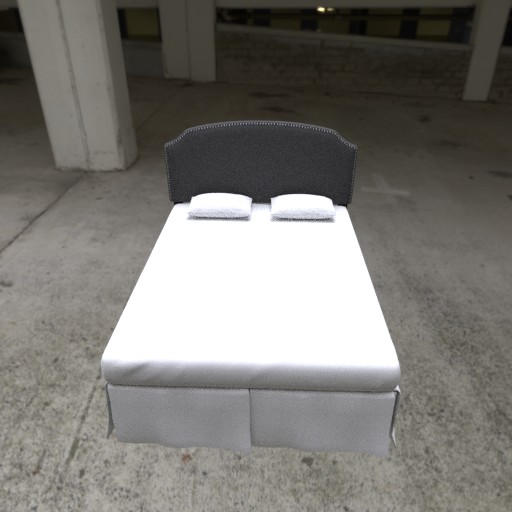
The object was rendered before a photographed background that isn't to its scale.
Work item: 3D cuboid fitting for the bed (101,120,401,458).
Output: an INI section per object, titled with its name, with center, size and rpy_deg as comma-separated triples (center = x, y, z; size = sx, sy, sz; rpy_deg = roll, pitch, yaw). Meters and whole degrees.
[bed]
center = 0.000, 0.000, 2.881
size = 1.558, 1.270, 1.999
rpy_deg = 1, 30, 2
